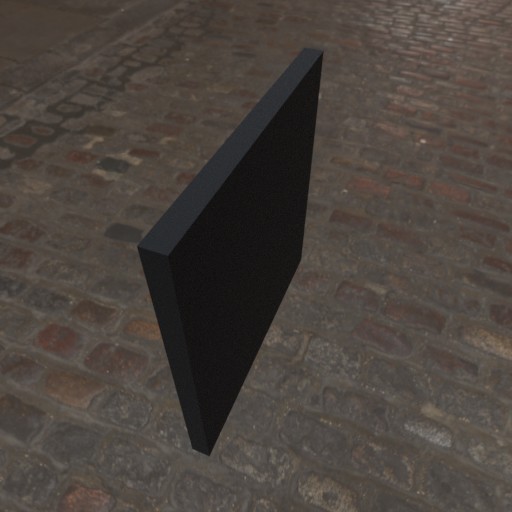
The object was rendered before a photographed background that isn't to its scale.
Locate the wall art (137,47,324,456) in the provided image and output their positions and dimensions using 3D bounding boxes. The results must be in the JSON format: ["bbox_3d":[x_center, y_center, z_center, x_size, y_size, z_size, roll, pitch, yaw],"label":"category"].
[{"bbox_3d":[0.000,0.000,0.687,0.030,0.458,0.462,16,48,15],"label":"wall art"}]
